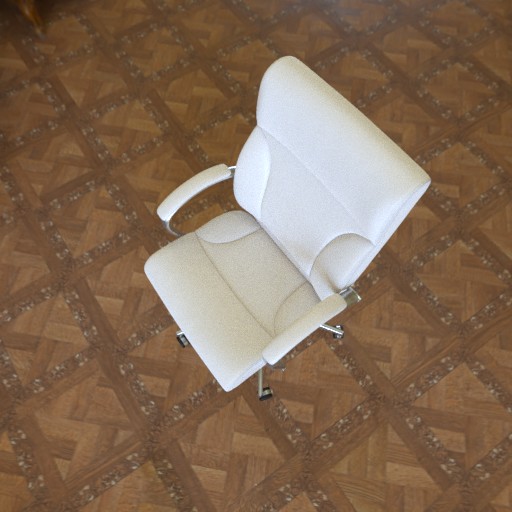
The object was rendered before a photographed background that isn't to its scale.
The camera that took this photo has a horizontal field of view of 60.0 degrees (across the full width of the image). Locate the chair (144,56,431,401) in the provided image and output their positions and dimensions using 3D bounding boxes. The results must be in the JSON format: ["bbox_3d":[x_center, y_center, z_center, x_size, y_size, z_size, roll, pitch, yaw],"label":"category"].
[{"bbox_3d":[0.000,0.000,1.579,0.745,1.099,0.727,-33,67,-16],"label":"chair"}]
